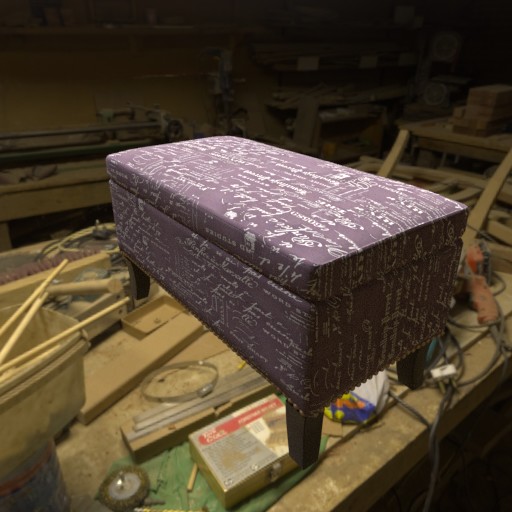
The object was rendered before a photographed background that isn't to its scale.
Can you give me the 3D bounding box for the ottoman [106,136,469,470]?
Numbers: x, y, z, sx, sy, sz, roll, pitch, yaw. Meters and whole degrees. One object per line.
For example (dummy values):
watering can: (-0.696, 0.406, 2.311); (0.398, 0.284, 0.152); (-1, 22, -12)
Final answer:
ottoman: (0.000, 0.000, 1.077); (0.406, 0.457, 0.813); (-19, 32, -33)
